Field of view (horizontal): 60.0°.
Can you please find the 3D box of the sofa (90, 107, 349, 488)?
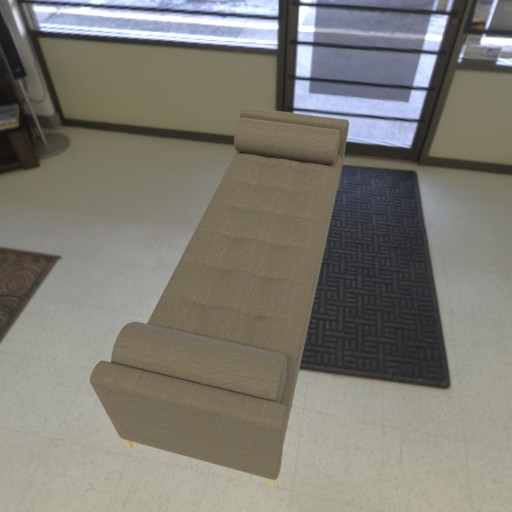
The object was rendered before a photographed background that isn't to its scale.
[{"bbox_3d":[0.000,0.000,2.327,0.686,0.635,1.981,10,47,10],"label":"sofa"}]
